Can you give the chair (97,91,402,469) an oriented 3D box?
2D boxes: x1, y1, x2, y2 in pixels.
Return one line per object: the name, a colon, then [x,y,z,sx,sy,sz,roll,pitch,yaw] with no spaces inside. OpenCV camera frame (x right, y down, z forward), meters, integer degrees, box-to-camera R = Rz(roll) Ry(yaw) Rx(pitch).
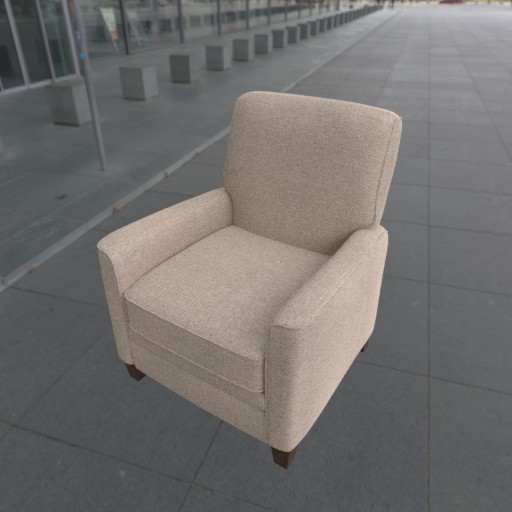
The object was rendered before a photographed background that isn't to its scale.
chair: [0.000,0.000,1.654,0.841,1.028,0.858,19,36,28]
